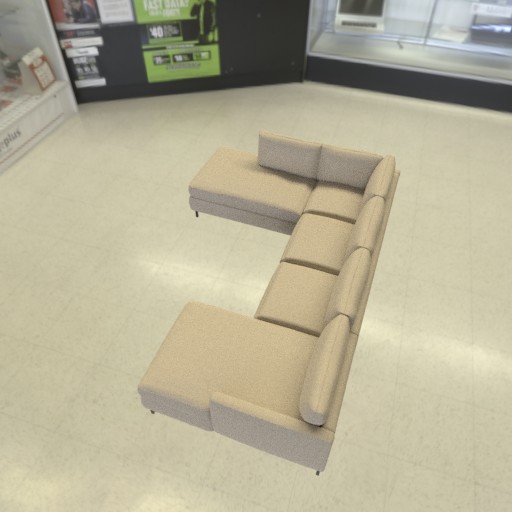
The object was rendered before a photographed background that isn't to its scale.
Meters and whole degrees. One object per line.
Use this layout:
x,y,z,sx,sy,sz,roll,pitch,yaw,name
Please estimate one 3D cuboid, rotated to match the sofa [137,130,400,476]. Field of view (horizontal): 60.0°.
0.000,0.000,3.601,1.879,0.756,2.737,15,48,14,sofa
